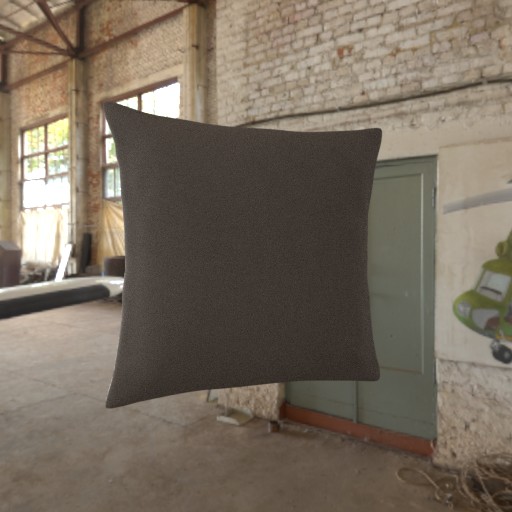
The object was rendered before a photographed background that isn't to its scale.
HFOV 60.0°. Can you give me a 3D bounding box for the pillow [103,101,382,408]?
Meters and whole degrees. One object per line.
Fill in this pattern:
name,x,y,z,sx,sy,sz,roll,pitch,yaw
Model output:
pillow,0.000,0.000,0.810,0.526,0.507,0.166,0,1,-18
